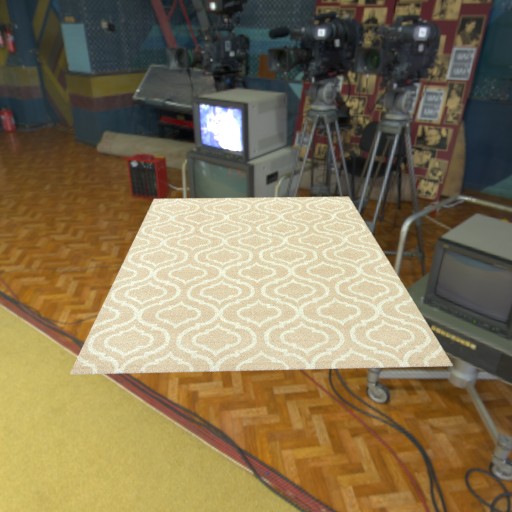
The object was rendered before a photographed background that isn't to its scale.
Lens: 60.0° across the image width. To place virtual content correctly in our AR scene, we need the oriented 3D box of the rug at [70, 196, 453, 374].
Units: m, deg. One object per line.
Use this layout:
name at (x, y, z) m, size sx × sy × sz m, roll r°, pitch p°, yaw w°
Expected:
rug at (0.000, 0.000, 3.918) m, size 2.286 × 0.013 × 2.894 m, roll -1°, pitch 28°, yaw -2°
